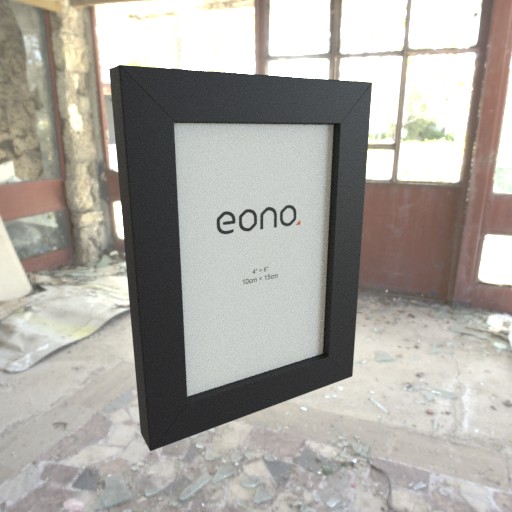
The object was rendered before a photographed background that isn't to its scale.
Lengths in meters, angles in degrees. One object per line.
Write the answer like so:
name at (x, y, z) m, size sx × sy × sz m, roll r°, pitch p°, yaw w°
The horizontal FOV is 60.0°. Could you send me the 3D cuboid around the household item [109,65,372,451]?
household item at (0.000, 0.000, 0.235) m, size 0.133 × 0.178 × 0.022 m, roll -10°, pitch 19°, yaw -29°
